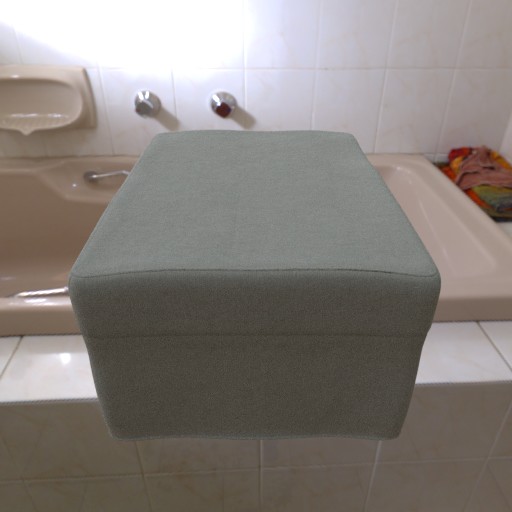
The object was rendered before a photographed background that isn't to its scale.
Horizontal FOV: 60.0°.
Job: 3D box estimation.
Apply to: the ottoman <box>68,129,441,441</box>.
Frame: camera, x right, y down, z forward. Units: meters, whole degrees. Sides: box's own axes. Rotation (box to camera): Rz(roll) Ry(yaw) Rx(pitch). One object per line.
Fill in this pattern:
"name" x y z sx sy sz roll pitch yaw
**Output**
"ottoman" 0.000 0.000 1.187 0.648 0.461 0.833 0 32 0
